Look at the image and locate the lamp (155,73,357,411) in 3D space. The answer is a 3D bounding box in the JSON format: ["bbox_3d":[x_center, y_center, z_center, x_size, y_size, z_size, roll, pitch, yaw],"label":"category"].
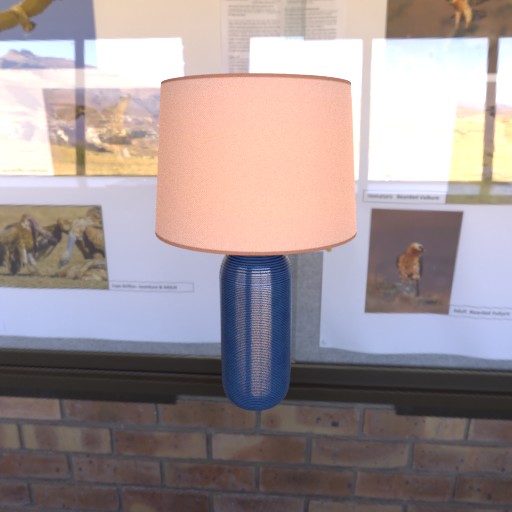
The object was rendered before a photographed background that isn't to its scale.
[{"bbox_3d":[0.000,0.000,0.841,0.367,0.609,0.367,0,16,0],"label":"lamp"}]
